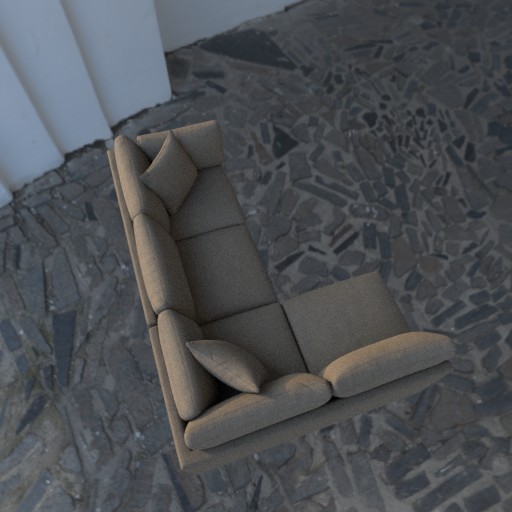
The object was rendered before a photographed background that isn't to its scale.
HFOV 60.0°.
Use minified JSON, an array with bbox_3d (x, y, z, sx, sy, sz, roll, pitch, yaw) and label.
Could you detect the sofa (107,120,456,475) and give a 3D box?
[{"bbox_3d":[0.000,0.000,3.814,1.994,0.978,2.896,-16,61,-10],"label":"sofa"}]
